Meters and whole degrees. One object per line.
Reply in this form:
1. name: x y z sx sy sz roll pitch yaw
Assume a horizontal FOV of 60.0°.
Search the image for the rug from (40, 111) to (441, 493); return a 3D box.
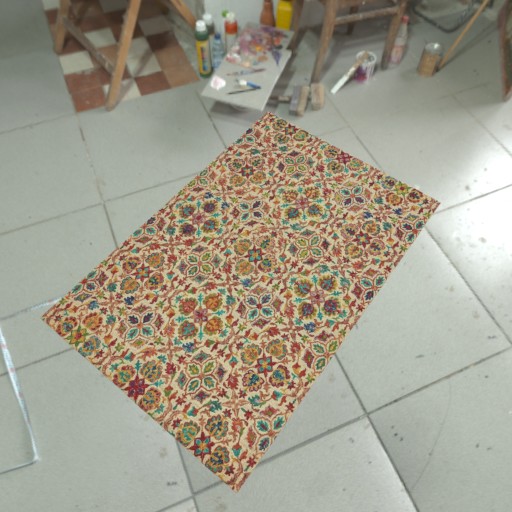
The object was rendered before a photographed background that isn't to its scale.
1. rug: 0.000 0.000 2.327 1.226 0.013 1.838 34 65 18
